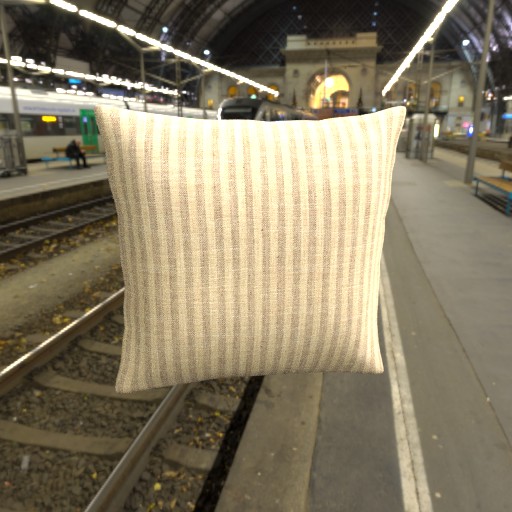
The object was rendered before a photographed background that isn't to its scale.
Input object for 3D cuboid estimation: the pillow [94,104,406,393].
[{"bbox_3d":[0.000,0.000,0.790,0.523,0.510,0.166,-2,16,-8],"label":"pillow"}]
